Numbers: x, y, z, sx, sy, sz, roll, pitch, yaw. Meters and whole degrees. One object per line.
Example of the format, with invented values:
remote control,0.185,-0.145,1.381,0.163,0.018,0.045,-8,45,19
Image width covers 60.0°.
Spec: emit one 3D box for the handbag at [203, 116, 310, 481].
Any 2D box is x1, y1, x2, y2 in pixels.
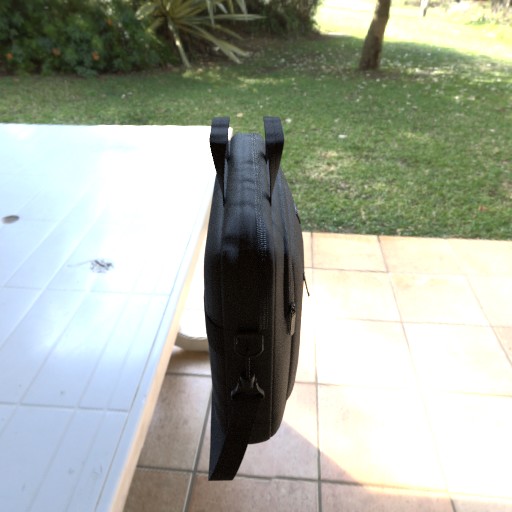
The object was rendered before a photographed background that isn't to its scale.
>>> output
handbag,0.000,0.000,0.420,0.089,0.244,0.320,-1,33,-1
